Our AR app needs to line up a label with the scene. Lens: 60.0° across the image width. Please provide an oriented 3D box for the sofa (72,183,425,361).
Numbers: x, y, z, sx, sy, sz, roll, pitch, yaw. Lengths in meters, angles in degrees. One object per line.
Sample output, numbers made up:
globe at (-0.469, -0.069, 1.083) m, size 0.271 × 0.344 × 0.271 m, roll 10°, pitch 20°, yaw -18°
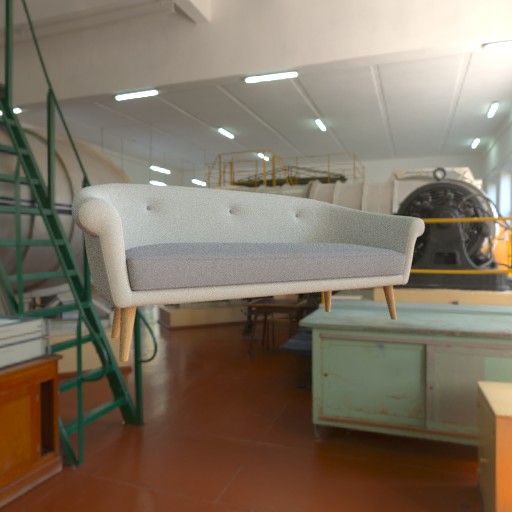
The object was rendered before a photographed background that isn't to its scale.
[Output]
sofa at (0.000, 0.000, 2.578) m, size 2.160 × 0.795 × 0.827 m, roll -1°, pitch 2°, yaw -35°
